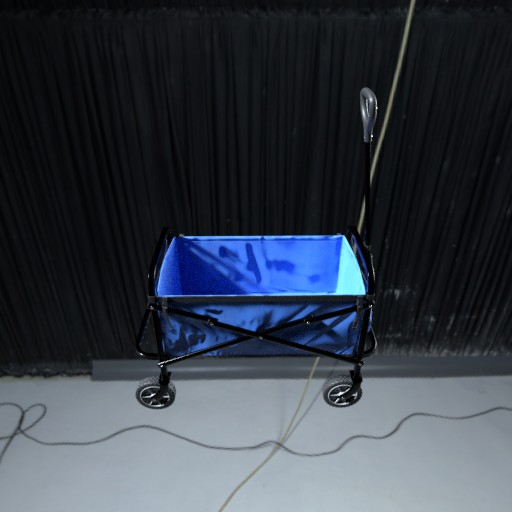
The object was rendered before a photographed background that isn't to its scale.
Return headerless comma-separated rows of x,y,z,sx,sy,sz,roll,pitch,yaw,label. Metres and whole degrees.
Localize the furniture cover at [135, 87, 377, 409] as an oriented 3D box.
0.000,0.000,1.802,1.038,1.295,0.532,0,32,-1,furniture cover
